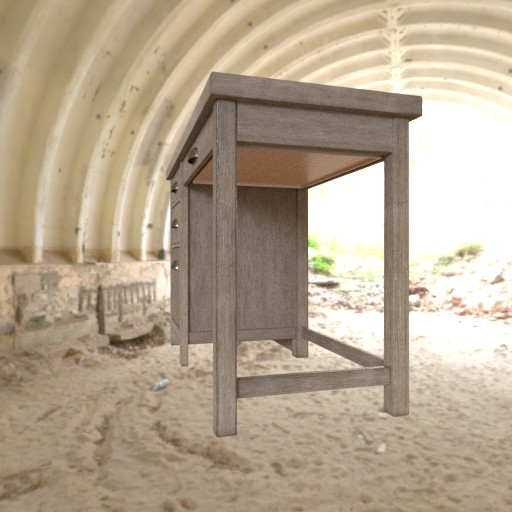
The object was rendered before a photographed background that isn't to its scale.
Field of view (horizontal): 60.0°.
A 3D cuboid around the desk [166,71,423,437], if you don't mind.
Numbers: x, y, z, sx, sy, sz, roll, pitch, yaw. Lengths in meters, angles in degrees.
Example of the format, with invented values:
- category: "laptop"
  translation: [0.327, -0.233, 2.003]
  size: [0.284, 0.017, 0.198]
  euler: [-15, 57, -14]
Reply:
- category: "desk"
  translation: [0.000, 0.000, 1.790]
  size: [0.610, 0.912, 1.289]
  euler: [0, 0, -16]
